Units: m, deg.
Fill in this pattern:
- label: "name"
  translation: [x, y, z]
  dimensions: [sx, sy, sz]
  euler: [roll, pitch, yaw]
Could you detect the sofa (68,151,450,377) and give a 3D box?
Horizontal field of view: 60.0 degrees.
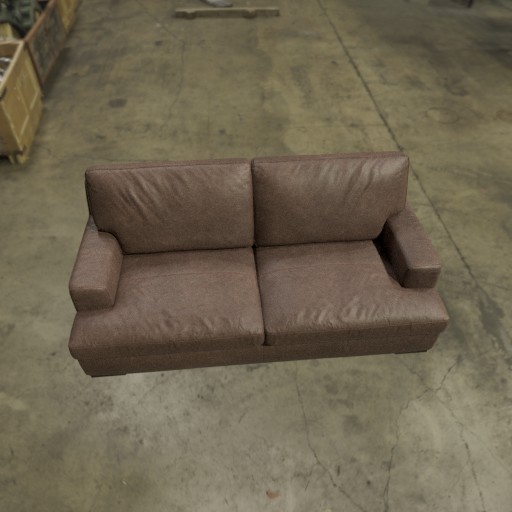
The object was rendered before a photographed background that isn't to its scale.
- label: "sofa"
  translation: [0.000, 0.000, 2.829]
  dimensions: [2.261, 0.941, 1.143]
  euler: [-4, 46, -3]
